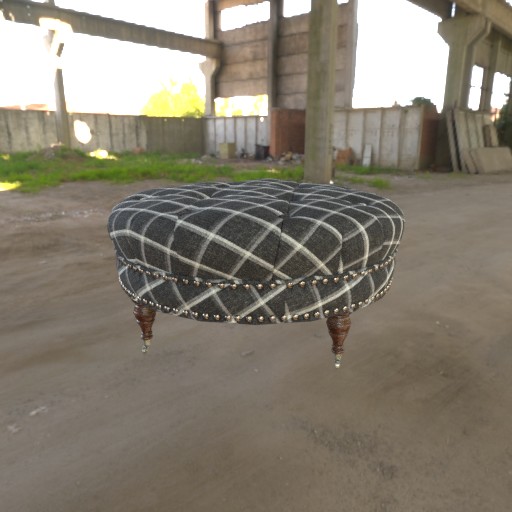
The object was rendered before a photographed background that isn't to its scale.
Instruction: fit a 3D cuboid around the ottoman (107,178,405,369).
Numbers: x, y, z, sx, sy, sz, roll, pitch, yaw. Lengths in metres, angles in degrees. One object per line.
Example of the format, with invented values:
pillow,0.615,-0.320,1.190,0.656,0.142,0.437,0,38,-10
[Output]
ottoman,0.000,0.000,1.423,0.901,0.439,0.901,0,16,0
